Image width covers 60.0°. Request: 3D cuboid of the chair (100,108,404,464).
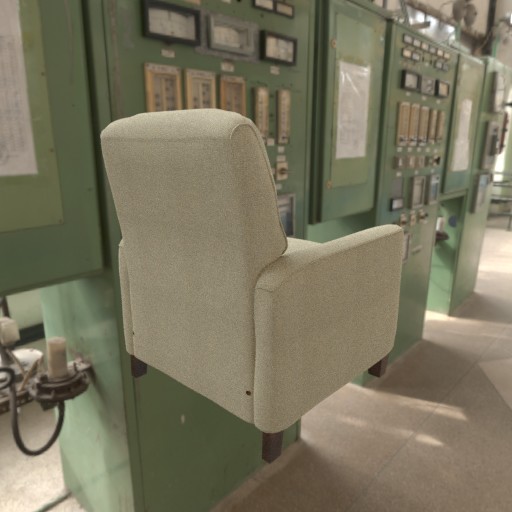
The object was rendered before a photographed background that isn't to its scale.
[{"bbox_3d":[0.000,0.000,1.664,0.850,1.006,0.853,13,20,41],"label":"chair"}]
